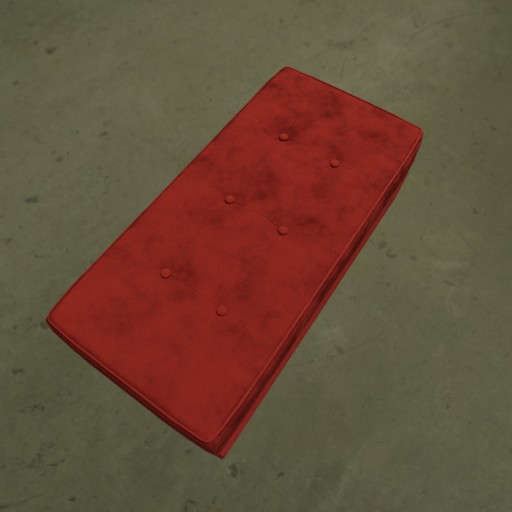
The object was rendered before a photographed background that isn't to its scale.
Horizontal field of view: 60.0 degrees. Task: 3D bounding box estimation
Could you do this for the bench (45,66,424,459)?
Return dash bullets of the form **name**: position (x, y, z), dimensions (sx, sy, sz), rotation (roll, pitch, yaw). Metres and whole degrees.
- **bench**: position (0.000, 0.000, 1.308), dimensions (0.492, 0.471, 1.016), rotation (31, 67, 15)
